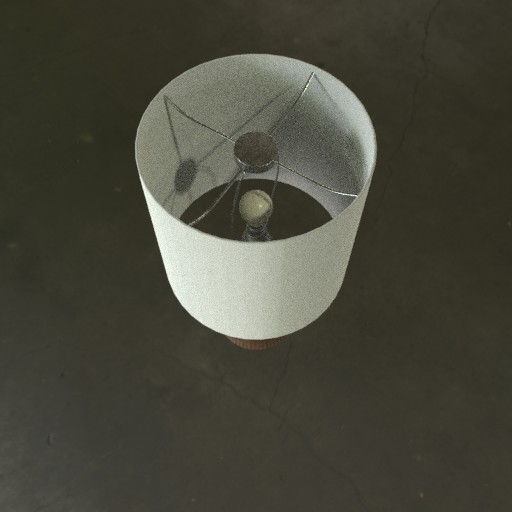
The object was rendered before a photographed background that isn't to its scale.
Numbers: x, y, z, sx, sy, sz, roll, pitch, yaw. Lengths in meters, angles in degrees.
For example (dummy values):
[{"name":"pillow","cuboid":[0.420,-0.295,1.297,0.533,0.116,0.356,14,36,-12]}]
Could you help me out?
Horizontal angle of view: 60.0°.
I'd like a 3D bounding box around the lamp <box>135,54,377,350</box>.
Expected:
[{"name":"lamp","cuboid":[0.000,0.000,0.468,0.186,0.369,0.186,0,64,0]}]
